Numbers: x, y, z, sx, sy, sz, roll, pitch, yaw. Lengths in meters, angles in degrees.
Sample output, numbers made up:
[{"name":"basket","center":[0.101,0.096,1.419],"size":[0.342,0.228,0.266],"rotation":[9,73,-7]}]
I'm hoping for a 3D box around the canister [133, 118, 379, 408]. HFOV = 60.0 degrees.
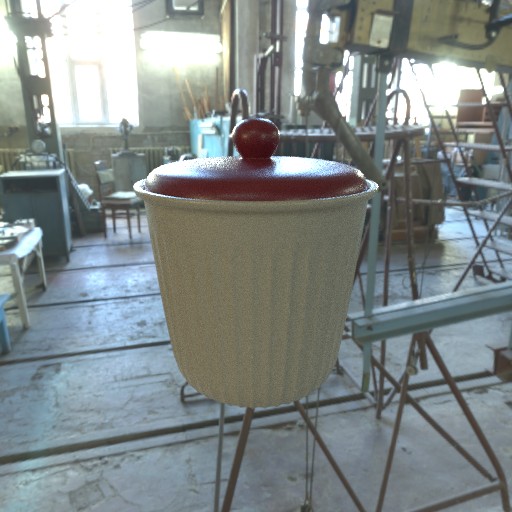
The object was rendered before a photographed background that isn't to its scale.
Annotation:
[{"name":"canister","center":[0.000,0.000,0.355],"size":[0.181,0.211,0.181],"rotation":[0,17,0]}]
